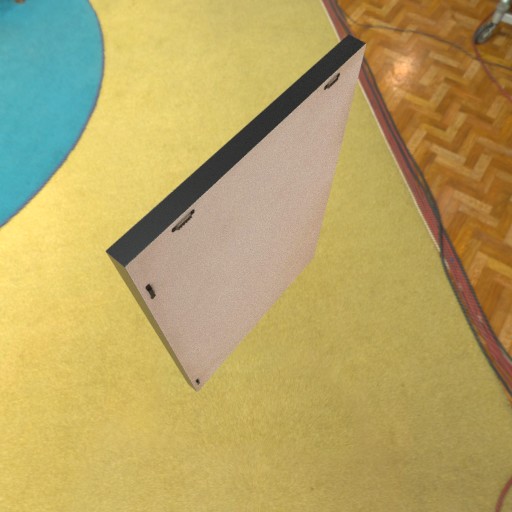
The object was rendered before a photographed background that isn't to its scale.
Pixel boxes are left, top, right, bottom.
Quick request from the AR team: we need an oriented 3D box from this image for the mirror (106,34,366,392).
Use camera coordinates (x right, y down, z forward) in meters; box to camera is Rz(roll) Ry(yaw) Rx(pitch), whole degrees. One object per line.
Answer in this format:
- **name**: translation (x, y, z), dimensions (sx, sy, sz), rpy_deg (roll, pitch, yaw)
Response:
- **mirror**: translation (0.000, 0.000, 0.916), dimensions (0.039, 0.710, 0.507), rpy_deg (36, 68, 17)
